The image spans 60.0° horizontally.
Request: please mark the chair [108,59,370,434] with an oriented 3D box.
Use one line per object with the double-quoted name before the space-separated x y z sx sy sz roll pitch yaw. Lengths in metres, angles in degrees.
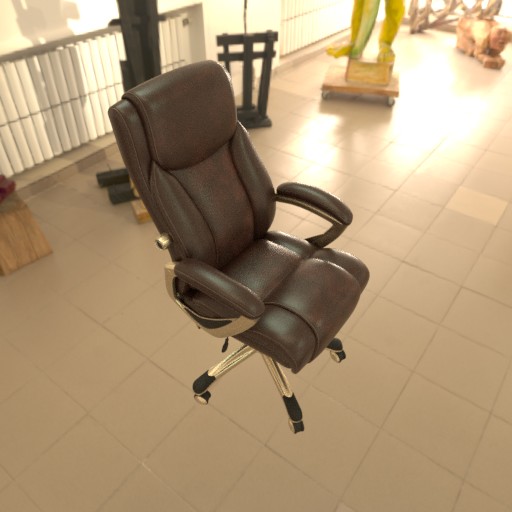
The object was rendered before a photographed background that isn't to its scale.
"chair" 0.000 0.000 1.629 0.749 1.194 0.692 26 47 27
